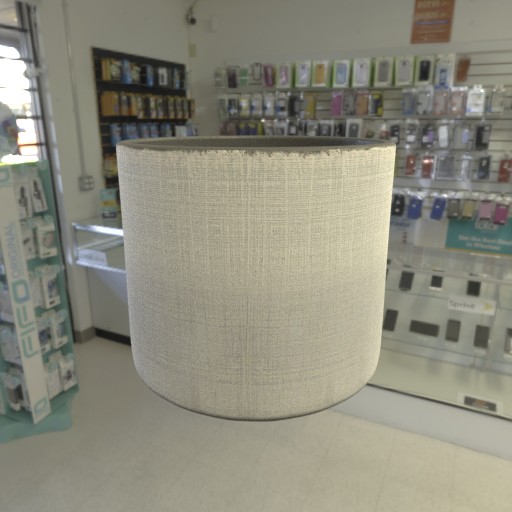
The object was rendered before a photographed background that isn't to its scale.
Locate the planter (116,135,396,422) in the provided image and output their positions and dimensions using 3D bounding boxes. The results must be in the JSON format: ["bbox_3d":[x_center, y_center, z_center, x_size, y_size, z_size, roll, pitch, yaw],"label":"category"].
[{"bbox_3d":[0.000,0.000,0.395,0.226,0.201,0.226,0,17,0],"label":"planter"}]
